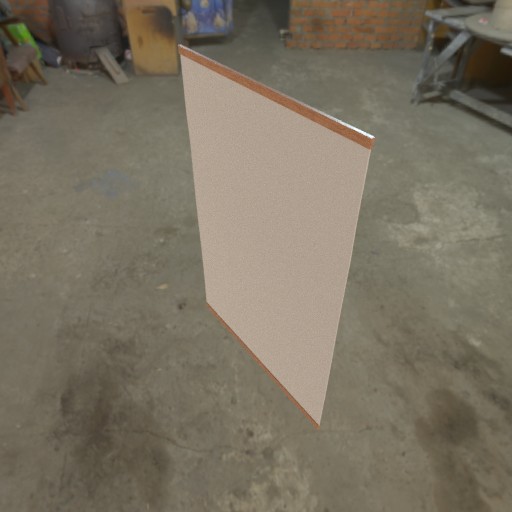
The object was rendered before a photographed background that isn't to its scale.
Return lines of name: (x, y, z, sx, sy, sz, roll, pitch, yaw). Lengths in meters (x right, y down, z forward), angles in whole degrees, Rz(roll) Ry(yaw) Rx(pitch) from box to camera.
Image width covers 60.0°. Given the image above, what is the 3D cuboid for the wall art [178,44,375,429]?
wall art: (0.000, 0.000, 1.960, 0.019, 1.527, 1.019, -26, 48, -27)
